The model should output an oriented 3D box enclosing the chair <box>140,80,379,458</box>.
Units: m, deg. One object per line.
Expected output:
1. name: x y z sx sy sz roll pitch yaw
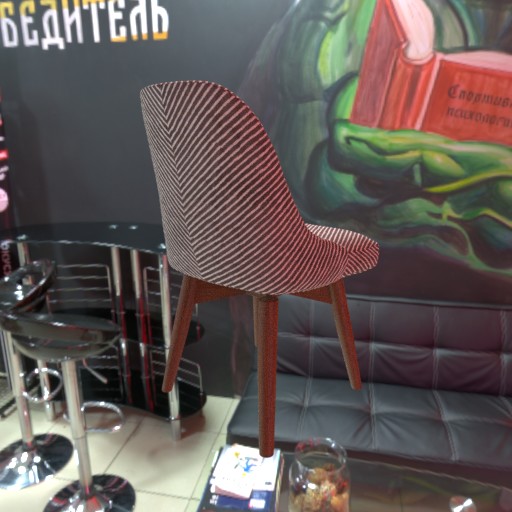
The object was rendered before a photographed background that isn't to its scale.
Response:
1. chair: 0.000 0.000 1.268 0.504 0.883 0.591 14 21 42
